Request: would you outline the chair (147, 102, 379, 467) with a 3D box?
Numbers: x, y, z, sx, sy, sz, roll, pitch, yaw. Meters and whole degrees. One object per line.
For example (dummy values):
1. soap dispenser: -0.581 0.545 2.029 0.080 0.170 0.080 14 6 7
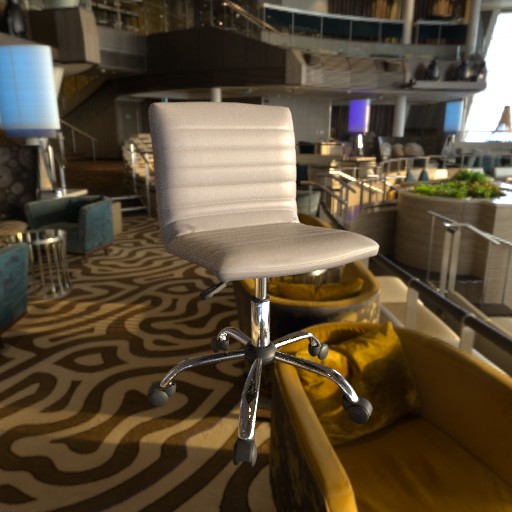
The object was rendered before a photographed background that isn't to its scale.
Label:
1. chair: 0.000 0.000 1.110 0.569 0.750 0.542 -8 17 -27
